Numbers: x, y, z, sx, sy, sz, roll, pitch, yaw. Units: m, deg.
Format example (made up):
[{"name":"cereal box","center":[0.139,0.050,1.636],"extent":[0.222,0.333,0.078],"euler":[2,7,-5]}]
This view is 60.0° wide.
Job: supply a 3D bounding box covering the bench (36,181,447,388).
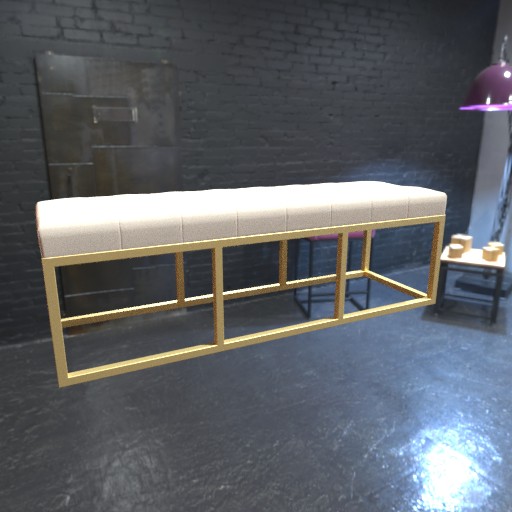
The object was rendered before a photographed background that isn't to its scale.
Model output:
[{"name":"bench","center":[0.000,0.000,1.698],"extent":[1.473,0.484,0.457],"euler":[-7,17,-25]}]
